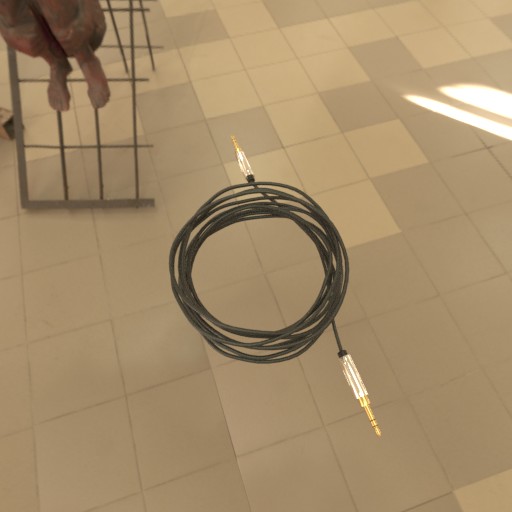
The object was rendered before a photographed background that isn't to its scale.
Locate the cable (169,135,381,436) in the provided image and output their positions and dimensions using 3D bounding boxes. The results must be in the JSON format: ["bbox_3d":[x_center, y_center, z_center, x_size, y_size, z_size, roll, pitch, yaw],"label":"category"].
[{"bbox_3d":[0.000,0.000,0.503,0.198,0.069,0.432,-16,60,-9],"label":"cable"}]
